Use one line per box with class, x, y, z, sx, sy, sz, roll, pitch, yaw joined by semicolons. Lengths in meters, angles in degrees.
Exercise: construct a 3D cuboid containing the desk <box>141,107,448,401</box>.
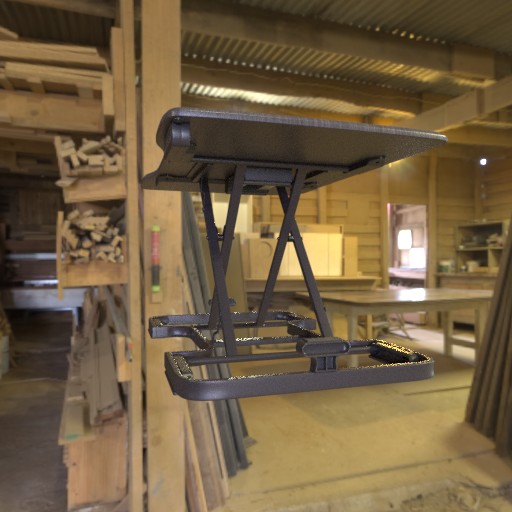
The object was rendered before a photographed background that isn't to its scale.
desk;0.000;0.000;1.146;0.546;0.470;0.820;0;0;-17
